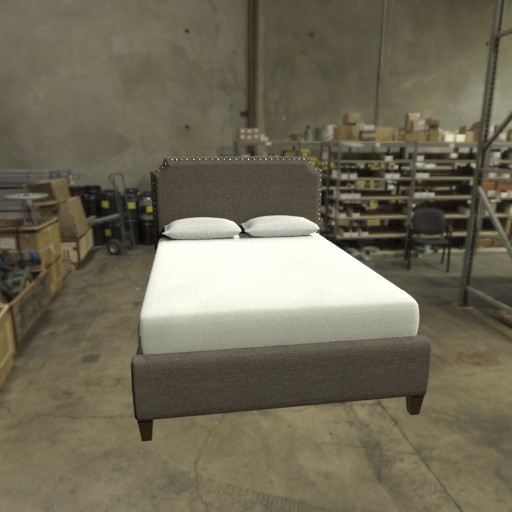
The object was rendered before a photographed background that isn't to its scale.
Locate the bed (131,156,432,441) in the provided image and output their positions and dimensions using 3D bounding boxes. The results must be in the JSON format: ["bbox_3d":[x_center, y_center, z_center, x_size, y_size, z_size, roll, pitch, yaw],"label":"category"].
[{"bbox_3d":[0.000,0.000,3.473,1.713,1.457,2.381,-2,14,-9],"label":"bed"}]
